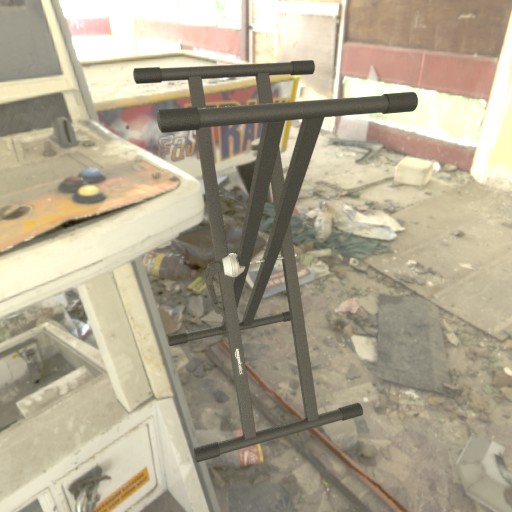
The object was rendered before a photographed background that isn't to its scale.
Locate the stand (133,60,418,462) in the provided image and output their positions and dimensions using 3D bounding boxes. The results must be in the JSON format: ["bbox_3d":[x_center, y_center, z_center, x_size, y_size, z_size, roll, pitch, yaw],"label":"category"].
[{"bbox_3d":[0.000,0.000,1.196,0.495,0.900,0.503,-9,32,-15],"label":"stand"}]
